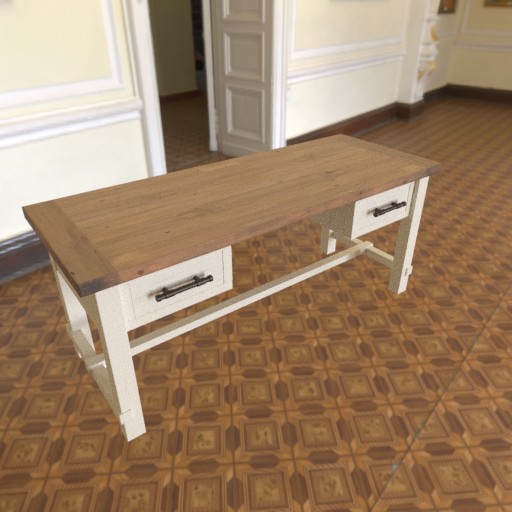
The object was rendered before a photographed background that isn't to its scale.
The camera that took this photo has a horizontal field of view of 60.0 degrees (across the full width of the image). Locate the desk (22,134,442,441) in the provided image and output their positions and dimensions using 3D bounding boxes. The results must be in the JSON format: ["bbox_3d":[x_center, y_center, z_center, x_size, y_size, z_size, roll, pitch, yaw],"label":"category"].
[{"bbox_3d":[0.000,0.000,2.176,1.803,0.762,0.688,-21,36,-31],"label":"desk"}]
